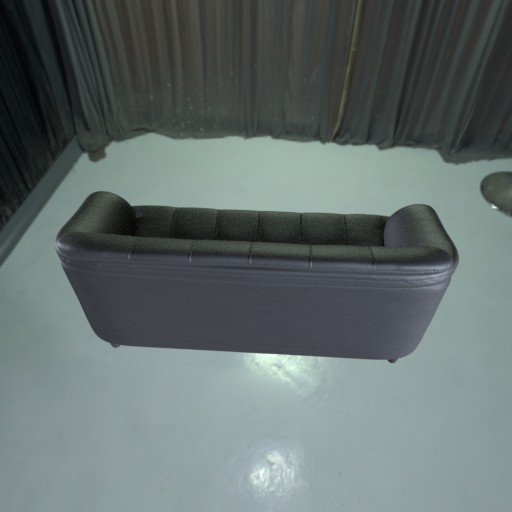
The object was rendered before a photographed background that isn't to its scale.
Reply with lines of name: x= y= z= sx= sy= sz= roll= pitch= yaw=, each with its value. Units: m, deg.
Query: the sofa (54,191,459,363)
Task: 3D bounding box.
sofa: x=0.000 y=0.000 z=2.270 sx=1.829 sy=0.811 sz=0.800 roll=3 pitch=47 yaw=2
